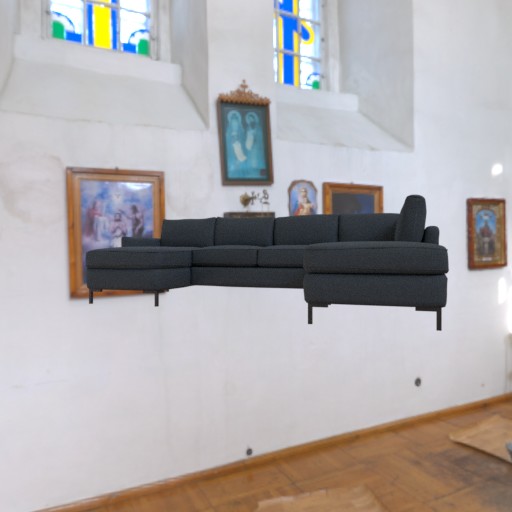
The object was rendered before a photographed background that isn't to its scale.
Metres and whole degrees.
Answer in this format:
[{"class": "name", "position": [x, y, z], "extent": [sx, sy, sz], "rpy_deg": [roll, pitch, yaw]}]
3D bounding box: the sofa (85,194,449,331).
[{"class": "sofa", "position": [0.000, 0.000, 3.907], "extent": [2.975, 0.858, 1.984], "rpy_deg": [0, 0, 18]}]
